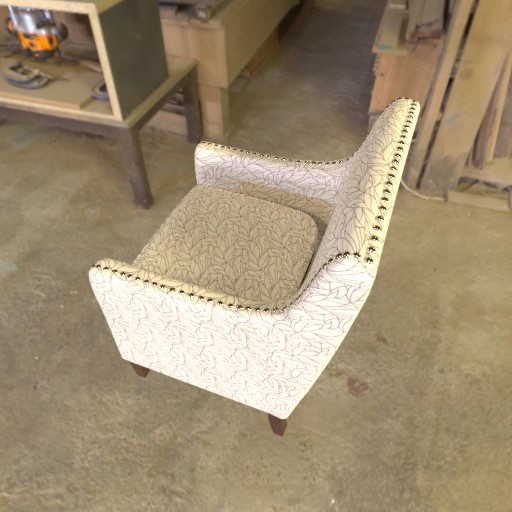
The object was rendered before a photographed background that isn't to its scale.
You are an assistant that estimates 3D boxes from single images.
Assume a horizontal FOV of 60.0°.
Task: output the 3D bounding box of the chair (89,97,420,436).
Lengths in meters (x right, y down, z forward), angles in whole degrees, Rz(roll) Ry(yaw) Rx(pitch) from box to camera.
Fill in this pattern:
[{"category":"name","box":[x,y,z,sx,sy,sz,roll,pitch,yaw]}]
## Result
[{"category":"chair","box":[0.000,0.000,1.264,0.651,0.816,0.623,16,49,14]}]
